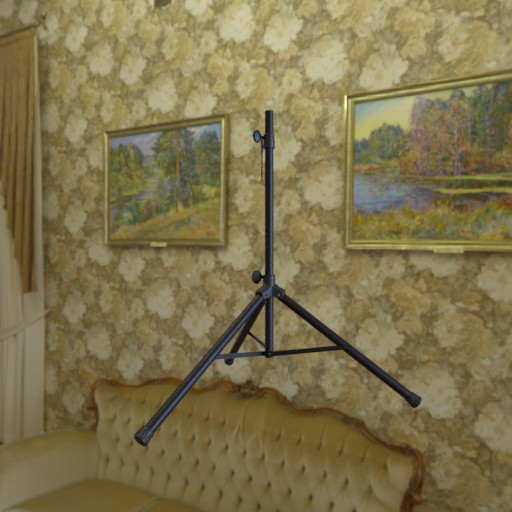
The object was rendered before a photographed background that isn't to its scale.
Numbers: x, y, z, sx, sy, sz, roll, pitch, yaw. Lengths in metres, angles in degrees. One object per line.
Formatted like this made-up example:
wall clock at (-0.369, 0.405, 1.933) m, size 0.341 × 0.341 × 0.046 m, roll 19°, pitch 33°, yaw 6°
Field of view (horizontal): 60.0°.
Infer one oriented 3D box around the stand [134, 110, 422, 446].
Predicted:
stand at (0.000, 0.000, 1.885) m, size 1.045 × 1.136 × 0.907 m, roll 0°, pitch 0°, yaw -18°
